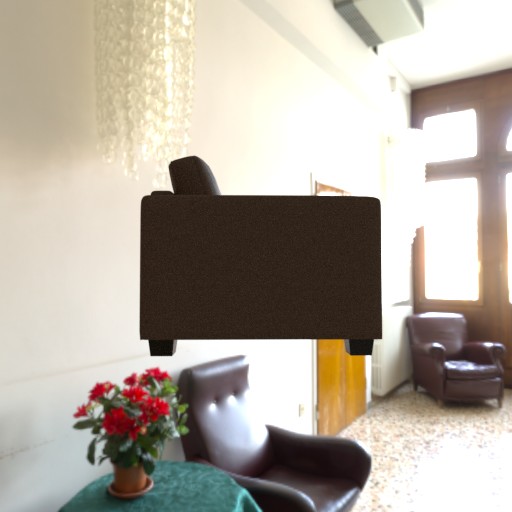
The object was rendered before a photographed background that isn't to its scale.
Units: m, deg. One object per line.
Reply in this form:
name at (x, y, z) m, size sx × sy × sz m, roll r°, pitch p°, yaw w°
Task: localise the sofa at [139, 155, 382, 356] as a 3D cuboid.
sofa at (0.000, 0.000, 2.679) m, size 0.900 × 0.806 × 2.160 m, roll 0°, pitch -2°, yaw -1°
